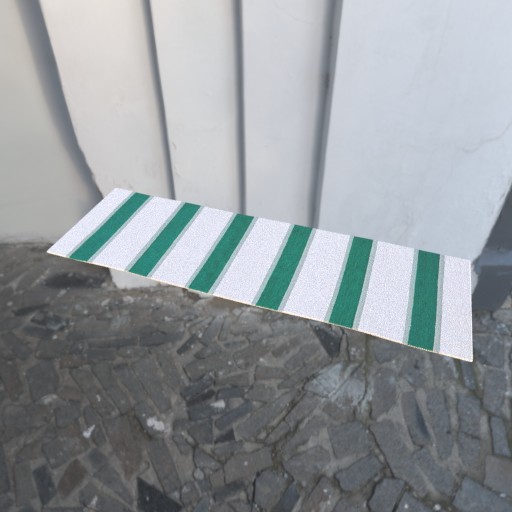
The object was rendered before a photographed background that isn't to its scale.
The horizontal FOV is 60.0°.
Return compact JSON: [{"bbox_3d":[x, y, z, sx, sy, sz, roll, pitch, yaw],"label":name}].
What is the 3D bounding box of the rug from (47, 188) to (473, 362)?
[{"bbox_3d":[0.000,0.000,2.675,2.438,0.012,0.768,13,43,14],"label":"rug"}]
